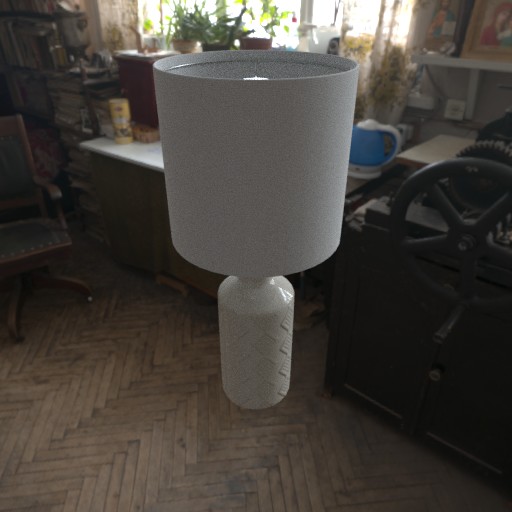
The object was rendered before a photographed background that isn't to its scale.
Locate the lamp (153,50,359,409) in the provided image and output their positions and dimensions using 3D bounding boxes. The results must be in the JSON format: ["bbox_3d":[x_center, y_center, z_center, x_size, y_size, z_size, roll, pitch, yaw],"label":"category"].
[{"bbox_3d":[0.000,0.000,0.569,0.207,0.461,0.207,0,31,0],"label":"lamp"}]
